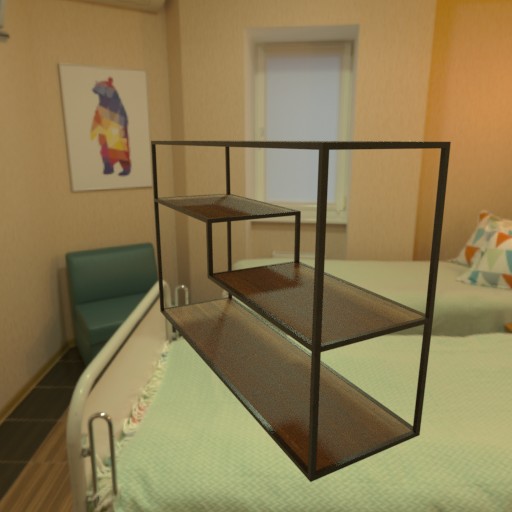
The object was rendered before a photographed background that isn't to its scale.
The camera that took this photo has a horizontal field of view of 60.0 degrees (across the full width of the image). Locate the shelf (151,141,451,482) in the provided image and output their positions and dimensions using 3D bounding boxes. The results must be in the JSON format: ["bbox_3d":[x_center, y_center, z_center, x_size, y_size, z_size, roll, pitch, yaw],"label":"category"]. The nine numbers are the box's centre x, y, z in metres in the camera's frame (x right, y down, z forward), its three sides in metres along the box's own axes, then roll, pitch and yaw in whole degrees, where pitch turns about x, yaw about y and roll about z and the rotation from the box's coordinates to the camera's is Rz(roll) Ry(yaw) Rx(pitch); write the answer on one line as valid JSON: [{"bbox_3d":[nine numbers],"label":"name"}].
[{"bbox_3d":[0.000,0.000,1.524,0.361,0.765,1.201,-8,17,-27],"label":"shelf"}]
